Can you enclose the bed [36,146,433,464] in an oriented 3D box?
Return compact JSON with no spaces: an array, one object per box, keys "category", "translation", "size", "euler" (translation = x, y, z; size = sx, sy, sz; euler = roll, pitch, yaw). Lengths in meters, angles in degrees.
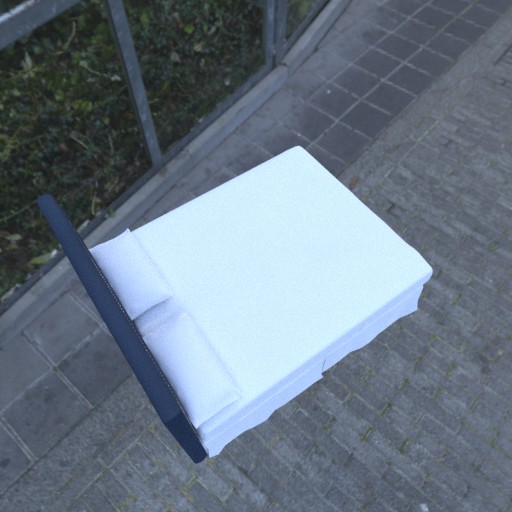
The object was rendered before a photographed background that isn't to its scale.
[{"category":"bed","translation":[0.000,0.000,3.359],"size":[2.282,1.436,1.821],"euler":[-31,62,-18]}]
